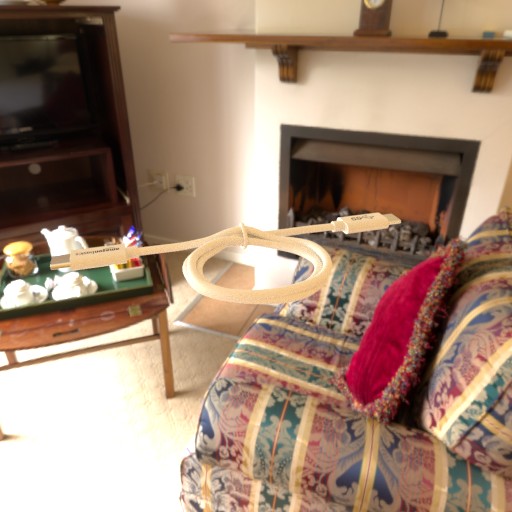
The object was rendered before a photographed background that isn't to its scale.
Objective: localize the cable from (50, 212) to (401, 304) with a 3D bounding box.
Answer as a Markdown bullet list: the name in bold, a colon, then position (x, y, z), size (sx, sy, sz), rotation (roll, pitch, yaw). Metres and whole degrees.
- **cable**: position (0.000, 0.000, 0.210), size (0.186, 0.014, 0.070), rotation (-8, 29, -15)
